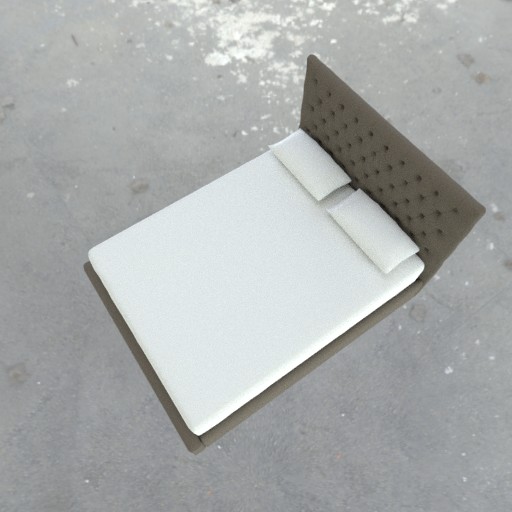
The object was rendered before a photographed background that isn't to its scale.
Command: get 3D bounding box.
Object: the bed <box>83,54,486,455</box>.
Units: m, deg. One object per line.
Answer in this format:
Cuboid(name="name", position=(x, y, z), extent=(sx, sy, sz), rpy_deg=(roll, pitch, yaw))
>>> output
Cuboid(name="bed", position=(0.000, 0.000, 3.278), extent=(2.233, 1.426, 1.696), rpy_deg=(-32, 67, -15))
